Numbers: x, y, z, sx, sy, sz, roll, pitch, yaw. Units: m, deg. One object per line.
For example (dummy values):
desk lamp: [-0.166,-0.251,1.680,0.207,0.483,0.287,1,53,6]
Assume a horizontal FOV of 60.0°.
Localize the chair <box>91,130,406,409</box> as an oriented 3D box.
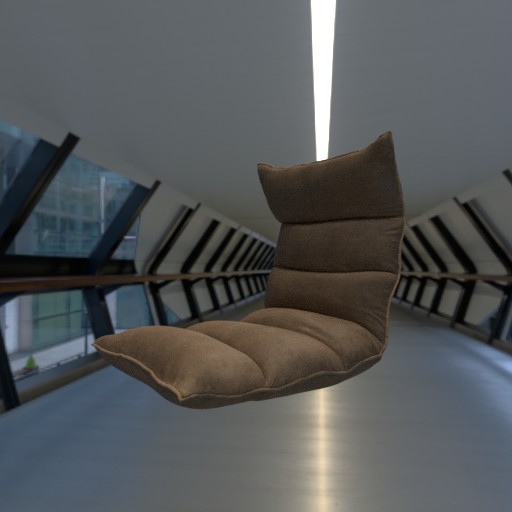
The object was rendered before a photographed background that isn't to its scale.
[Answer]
chair: [0.000,0.000,1.645,0.985,0.892,0.714,1,-1,-37]
